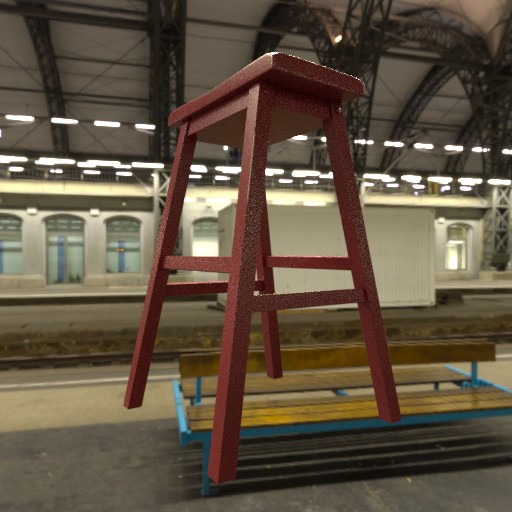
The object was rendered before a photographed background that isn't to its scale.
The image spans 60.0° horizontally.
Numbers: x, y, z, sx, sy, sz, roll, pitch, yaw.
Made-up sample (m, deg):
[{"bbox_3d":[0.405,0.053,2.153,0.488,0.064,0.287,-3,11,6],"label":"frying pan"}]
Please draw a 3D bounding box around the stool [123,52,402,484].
[{"bbox_3d":[0.000,0.000,1.038,0.476,0.737,0.457,0,0,-35],"label":"stool"}]
